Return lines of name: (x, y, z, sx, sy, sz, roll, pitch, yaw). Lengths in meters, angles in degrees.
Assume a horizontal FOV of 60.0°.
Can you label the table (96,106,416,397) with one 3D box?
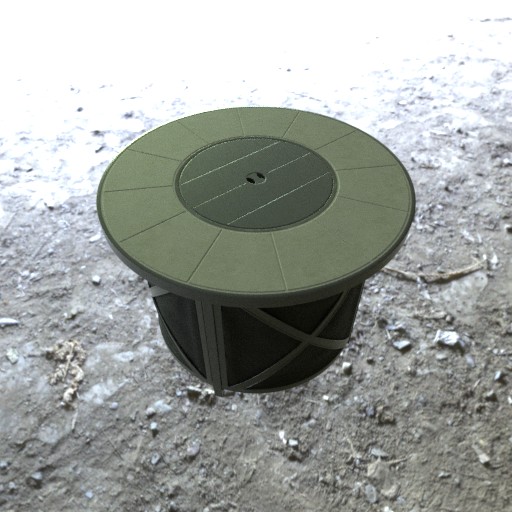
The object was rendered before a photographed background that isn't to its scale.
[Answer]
table: (0.000, 0.000, 1.538, 0.914, 0.650, 0.914, 0, 45, 0)
